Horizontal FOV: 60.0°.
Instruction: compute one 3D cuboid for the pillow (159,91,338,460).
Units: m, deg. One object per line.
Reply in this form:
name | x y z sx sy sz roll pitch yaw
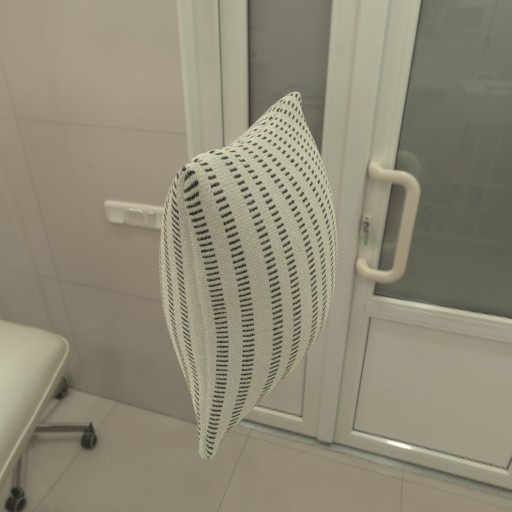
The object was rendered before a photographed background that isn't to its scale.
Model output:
pillow | 0.000 0.000 0.685 0.247 0.419 0.438 9 31 16
